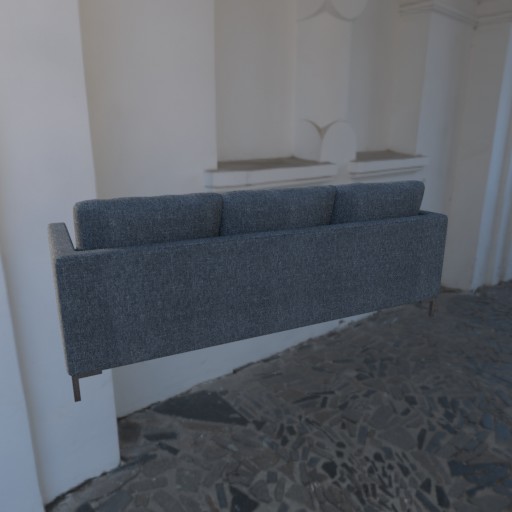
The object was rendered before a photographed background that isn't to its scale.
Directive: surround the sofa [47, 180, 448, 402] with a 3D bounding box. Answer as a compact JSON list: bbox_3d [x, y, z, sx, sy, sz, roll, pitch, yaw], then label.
[{"bbox_3d":[0.000,0.000,2.659,2.218,0.874,0.859,-7,17,-25],"label":"sofa"}]
